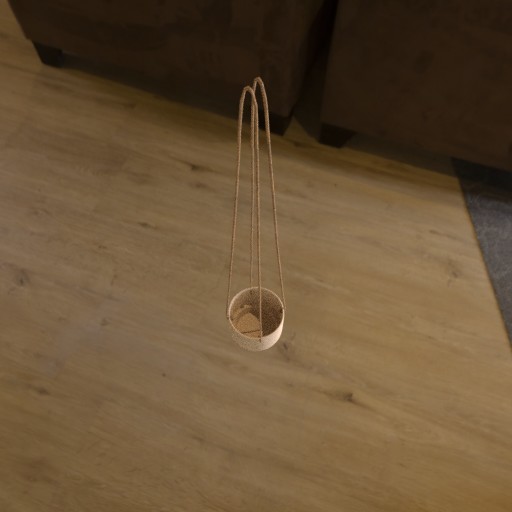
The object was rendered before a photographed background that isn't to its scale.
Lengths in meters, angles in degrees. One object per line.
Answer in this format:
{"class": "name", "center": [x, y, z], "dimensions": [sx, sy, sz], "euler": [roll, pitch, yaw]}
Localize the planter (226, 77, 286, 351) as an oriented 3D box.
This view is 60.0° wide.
{"class": "planter", "center": [0.000, 0.000, 0.894], "dimensions": [0.146, 0.841, 0.146], "euler": [32, 65, 17]}
